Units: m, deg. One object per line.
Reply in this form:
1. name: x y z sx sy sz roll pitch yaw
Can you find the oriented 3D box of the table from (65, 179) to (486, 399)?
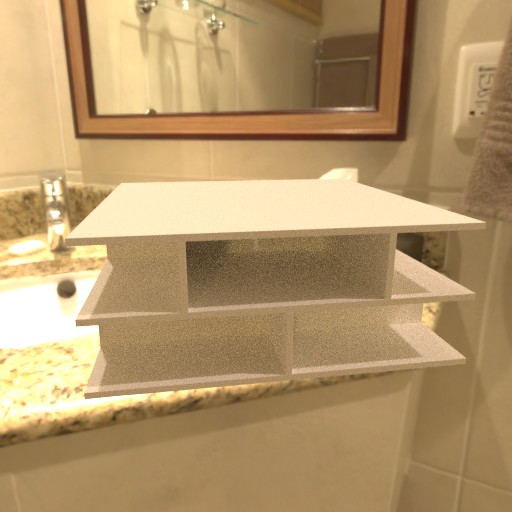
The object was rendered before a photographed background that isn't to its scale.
1. table: 0.000 0.000 1.092 0.700 0.289 0.700 -3 16 -9
